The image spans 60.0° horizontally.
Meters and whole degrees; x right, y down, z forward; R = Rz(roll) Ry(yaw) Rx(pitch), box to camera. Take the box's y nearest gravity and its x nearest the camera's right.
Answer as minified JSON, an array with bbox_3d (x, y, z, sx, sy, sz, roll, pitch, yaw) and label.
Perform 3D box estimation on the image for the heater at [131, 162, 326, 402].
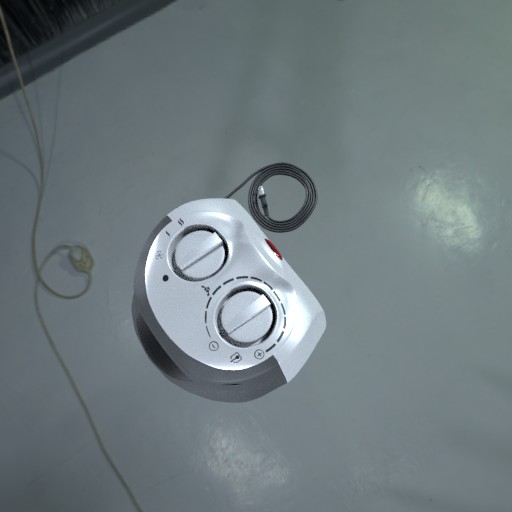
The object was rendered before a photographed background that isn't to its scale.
[{"bbox_3d":[0.000,0.000,0.463,0.291,0.240,0.239,-36,79,-9],"label":"heater"}]
